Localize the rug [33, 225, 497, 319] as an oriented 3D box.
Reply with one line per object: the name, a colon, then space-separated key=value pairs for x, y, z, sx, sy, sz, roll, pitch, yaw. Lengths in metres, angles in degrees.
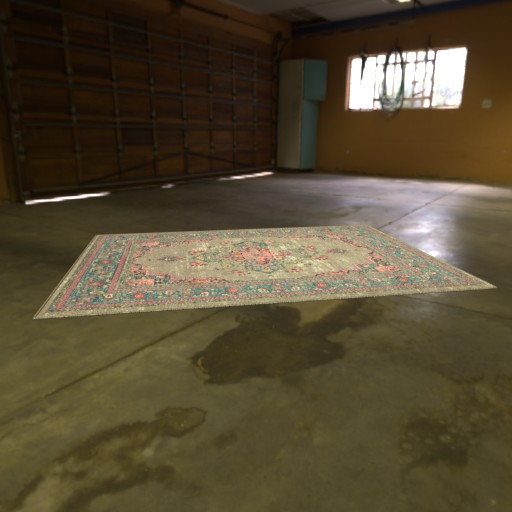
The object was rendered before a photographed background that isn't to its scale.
rug: x=0.000 y=0.000 z=2.827 sx=2.214 sy=0.013 sz=1.609 roll=-3 pitch=16 yaw=-10
